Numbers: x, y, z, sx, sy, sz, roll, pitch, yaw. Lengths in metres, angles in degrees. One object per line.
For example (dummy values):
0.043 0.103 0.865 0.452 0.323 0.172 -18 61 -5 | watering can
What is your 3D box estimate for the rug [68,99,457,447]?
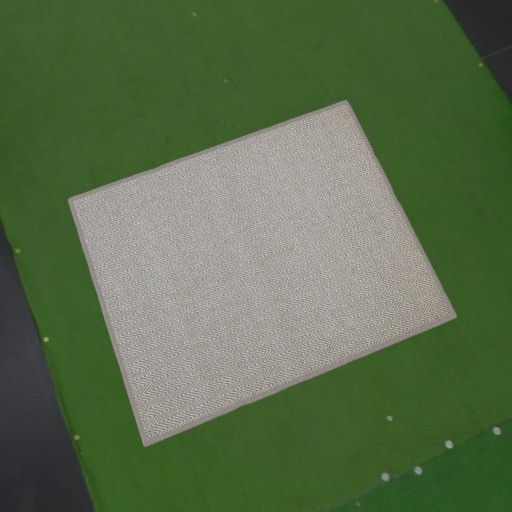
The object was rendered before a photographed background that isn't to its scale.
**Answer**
0.000 0.000 4.192 3.007 0.032 2.434 -21 77 -5 | rug
